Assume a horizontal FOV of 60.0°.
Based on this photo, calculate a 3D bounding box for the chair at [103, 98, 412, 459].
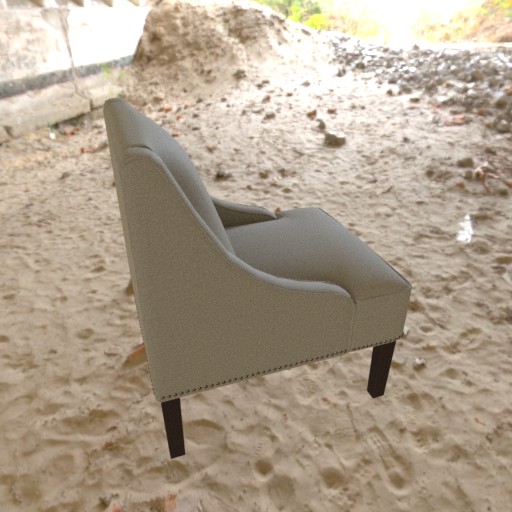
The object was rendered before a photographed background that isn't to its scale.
[{"bbox_3d":[0.000,0.000,1.347,0.737,0.864,0.610,-10,31,-17],"label":"chair"}]
